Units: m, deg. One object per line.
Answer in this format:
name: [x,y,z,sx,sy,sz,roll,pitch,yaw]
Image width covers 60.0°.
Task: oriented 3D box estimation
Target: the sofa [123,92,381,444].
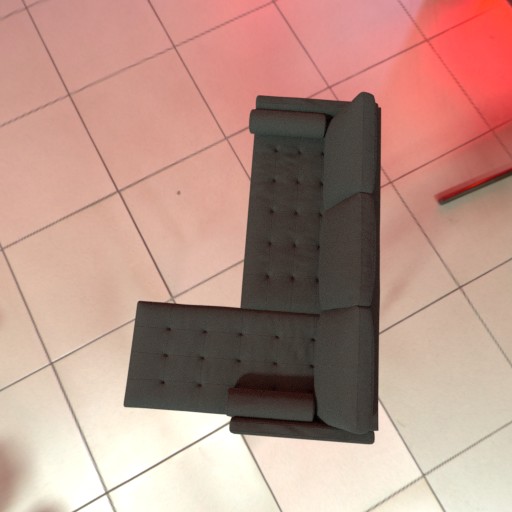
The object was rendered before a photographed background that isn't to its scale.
sofa: [0.000,0.000,2.924,1.506,0.876,2.178,4,77,1]
